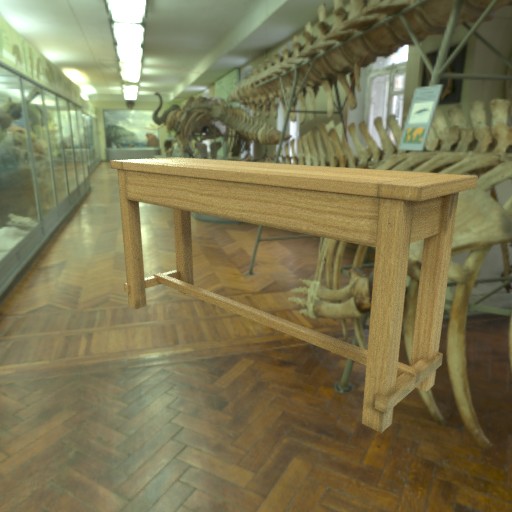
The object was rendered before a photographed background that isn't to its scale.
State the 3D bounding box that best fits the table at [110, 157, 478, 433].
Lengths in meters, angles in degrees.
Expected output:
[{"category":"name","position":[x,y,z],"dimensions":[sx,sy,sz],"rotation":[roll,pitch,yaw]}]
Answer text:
[{"category":"table","position":[0.000,0.000,1.913],"dimensions":[1.599,0.762,0.442],"rotation":[15,21,42]}]
